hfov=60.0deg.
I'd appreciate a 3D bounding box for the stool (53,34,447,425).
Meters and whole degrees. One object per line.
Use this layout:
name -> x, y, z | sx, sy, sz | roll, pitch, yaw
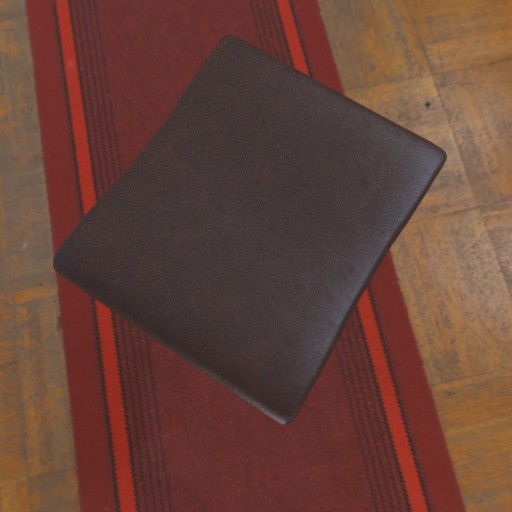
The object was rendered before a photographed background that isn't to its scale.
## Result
stool -> 0.000, 0.000, 0.912 | 0.397, 0.608, 0.465 | 32, 78, 8
